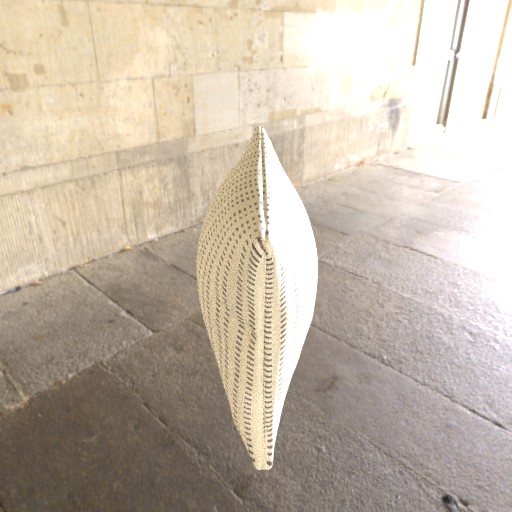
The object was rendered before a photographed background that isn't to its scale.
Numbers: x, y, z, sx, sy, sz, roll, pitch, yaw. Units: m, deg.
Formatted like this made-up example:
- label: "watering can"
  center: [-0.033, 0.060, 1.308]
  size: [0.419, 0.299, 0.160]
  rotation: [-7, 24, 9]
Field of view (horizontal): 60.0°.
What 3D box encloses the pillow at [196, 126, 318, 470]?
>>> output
- label: "pillow"
  center: [0.000, 0.000, 0.812]
  size: [0.210, 0.353, 0.640]
  rotation: [0, 27, 0]
